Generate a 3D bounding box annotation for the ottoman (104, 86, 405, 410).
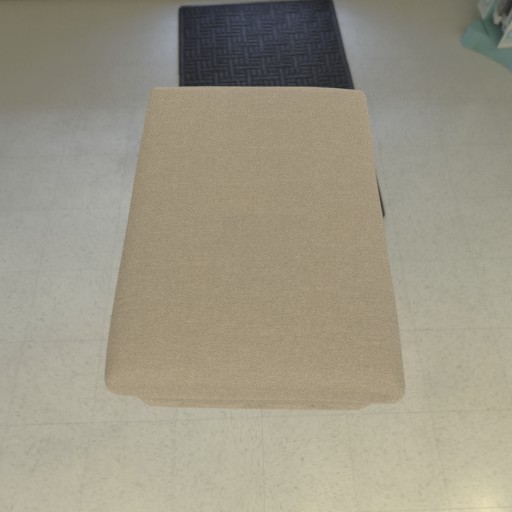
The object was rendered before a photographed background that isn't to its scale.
[{"bbox_3d":[0.000,0.000,1.149,0.569,0.500,0.771,1,63,0],"label":"ottoman"}]
